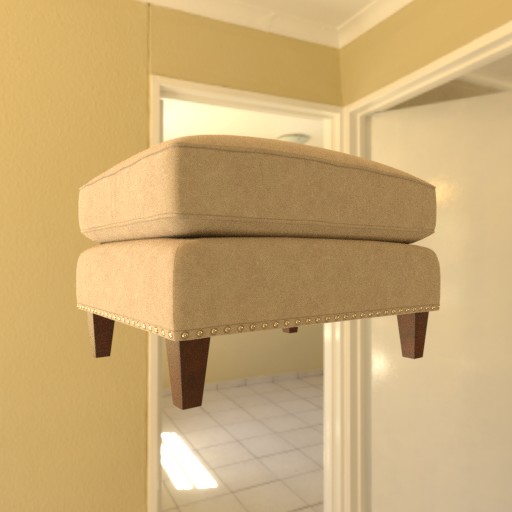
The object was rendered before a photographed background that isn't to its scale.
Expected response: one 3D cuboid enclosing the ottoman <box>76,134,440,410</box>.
[{"bbox_3d":[0.000,0.000,1.132,0.741,0.513,0.584,0,-1,-36],"label":"ottoman"}]
